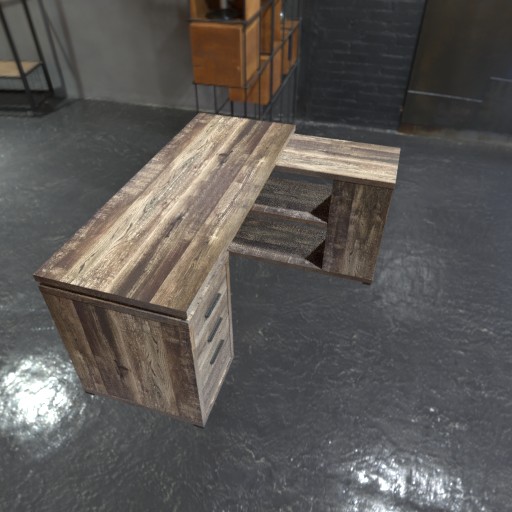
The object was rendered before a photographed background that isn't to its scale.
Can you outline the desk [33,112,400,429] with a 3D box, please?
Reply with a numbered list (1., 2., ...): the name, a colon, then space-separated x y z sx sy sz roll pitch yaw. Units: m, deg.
1. desk: 0.000 0.000 2.250 1.200 0.753 1.524 11 42 13
